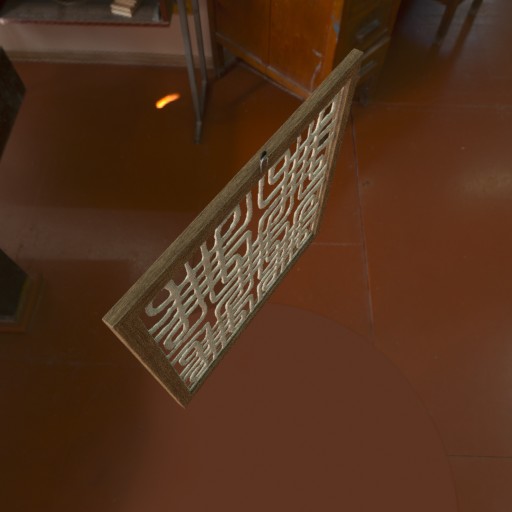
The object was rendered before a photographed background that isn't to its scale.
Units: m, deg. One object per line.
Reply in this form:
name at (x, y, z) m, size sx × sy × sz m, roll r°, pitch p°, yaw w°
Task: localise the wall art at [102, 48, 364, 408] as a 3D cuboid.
wall art at (0.000, 0.000, 0.837) m, size 0.021 × 0.582 × 0.561 m, roll 33°, pitch 67°, yaw 16°
